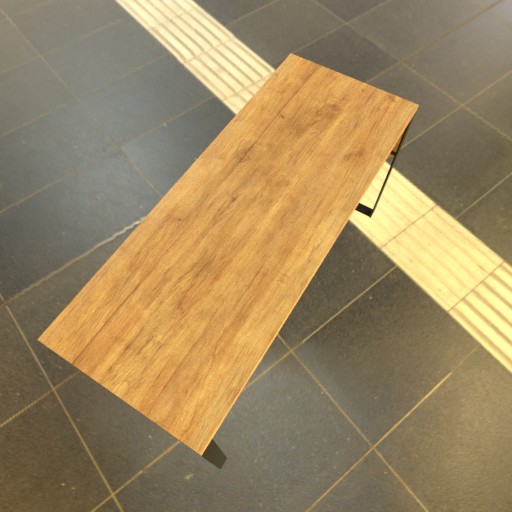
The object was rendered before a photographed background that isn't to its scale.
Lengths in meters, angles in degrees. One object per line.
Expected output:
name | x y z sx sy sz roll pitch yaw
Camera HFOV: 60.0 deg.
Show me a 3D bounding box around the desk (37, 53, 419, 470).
desk | 0.000 0.000 1.889 0.600 0.760 1.520 29 65 15
